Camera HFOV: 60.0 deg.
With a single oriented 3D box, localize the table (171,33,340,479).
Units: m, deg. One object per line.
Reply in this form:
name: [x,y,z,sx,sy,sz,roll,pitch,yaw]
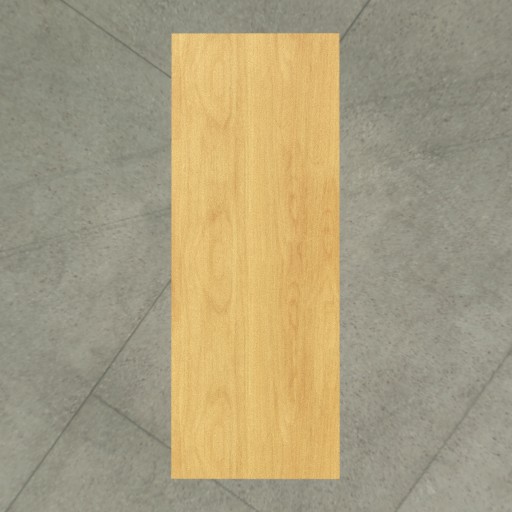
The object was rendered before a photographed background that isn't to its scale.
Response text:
table: [0.000,0.000,1.257,0.340,0.728,0.900,0,90,0]
